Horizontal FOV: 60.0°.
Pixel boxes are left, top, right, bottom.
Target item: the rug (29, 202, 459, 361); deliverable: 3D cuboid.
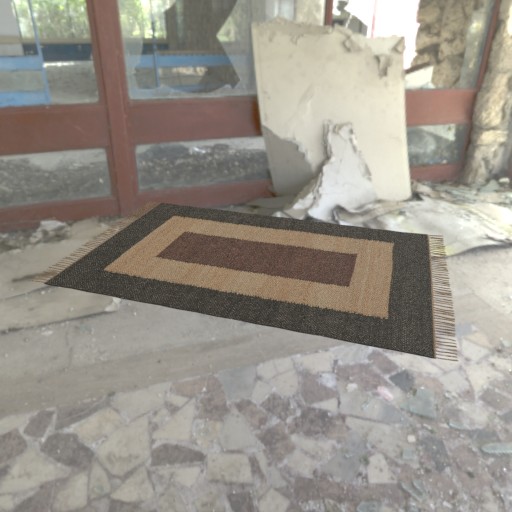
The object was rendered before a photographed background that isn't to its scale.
[{"bbox_3d":[0.000,0.000,1.870,1.541,0.013,0.920,8,28,16],"label":"rug"}]
